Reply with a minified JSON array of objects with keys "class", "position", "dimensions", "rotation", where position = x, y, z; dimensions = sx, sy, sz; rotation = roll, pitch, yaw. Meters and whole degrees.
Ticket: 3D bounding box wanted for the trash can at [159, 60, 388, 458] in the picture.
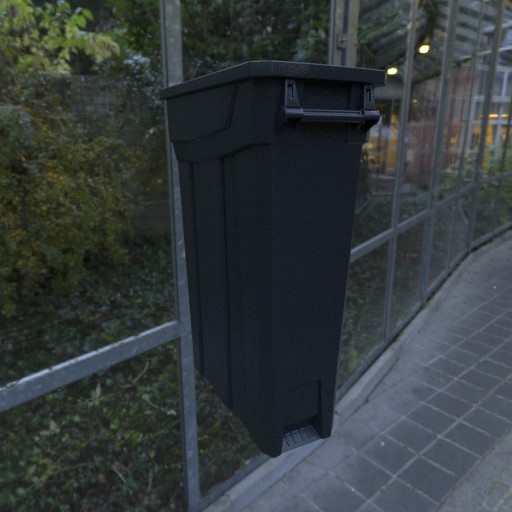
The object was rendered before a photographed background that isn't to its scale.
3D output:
[{"class":"trash can","position":[0.000,0.000,1.041],"dimensions":[0.281,0.762,0.559],"rotation":[-8,17,-27]}]
